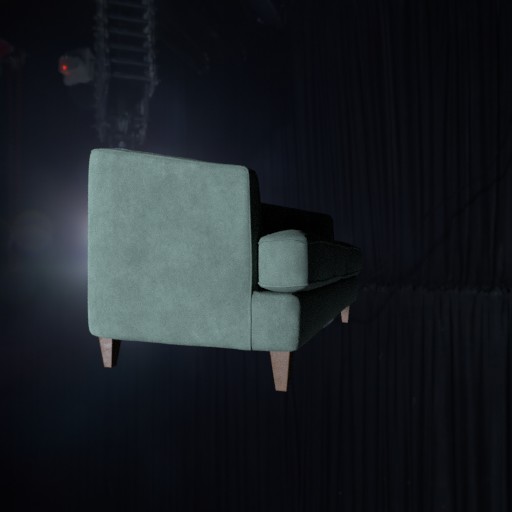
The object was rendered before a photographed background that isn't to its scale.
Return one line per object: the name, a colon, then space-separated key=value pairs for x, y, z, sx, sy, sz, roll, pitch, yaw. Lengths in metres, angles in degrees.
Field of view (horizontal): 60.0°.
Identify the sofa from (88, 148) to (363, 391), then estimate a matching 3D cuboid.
sofa: x=0.000 y=0.000 z=2.264 sx=0.941 sy=0.855 sz=1.733 roll=0 pitch=0 yaw=18
